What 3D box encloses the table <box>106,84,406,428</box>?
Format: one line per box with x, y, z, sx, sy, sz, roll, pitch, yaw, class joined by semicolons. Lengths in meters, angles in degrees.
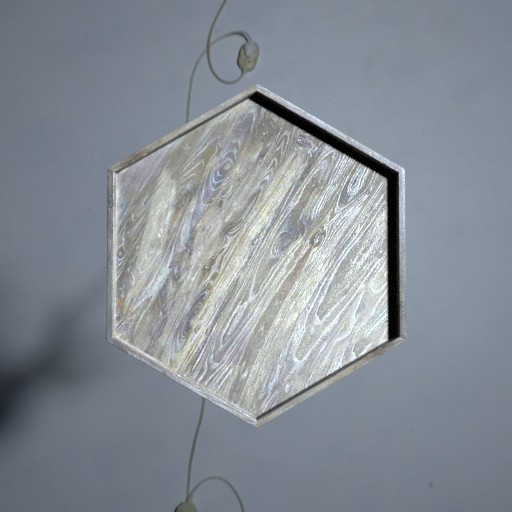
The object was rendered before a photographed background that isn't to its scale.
0.000;0.000;1.677;0.966;0.488;1.115;0;89;0;table
